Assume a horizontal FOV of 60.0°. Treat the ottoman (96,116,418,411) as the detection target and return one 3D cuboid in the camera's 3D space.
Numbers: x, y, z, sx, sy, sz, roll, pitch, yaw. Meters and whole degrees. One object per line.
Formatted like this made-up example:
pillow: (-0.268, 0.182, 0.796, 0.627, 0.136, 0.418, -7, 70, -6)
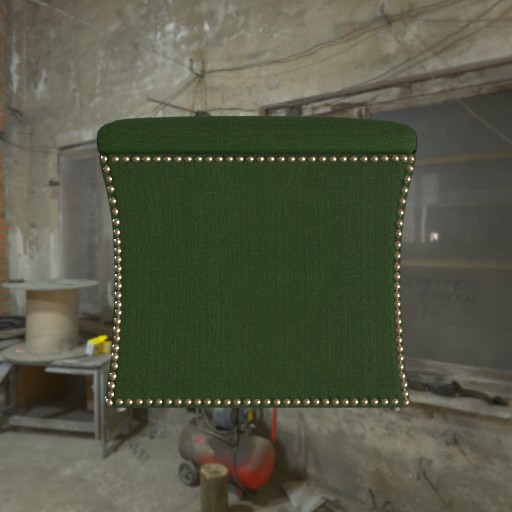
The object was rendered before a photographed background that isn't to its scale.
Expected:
ottoman: (0.000, 0.000, 0.910, 0.507, 0.475, 0.497, 0, 2, 0)
